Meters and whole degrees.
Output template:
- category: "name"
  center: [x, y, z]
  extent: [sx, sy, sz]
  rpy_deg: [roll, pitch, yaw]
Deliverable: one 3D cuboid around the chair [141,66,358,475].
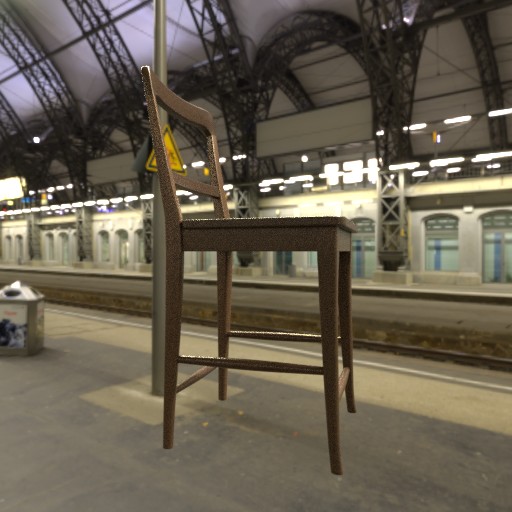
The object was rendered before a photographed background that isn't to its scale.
- category: "chair"
  center: [0.000, 0.000, 1.277]
  extent: [0.546, 0.991, 0.450]
  rpy_deg: [0, 1, 17]
